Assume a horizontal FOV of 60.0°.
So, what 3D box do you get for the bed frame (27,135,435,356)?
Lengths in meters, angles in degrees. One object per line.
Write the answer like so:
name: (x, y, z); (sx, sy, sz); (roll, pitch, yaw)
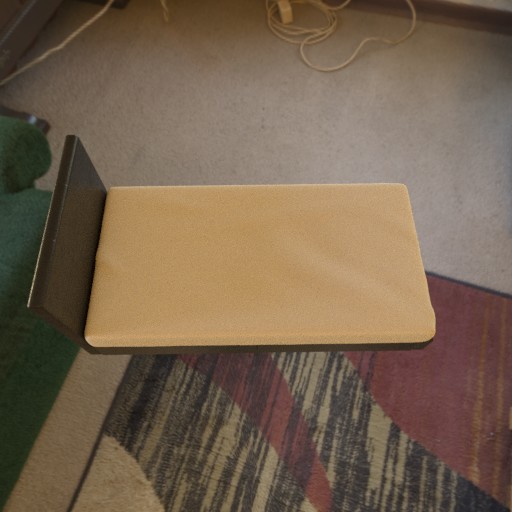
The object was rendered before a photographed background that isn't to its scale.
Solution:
bed frame: (0.000, 0.000, 2.560); (2.152, 1.046, 1.038); (-1, 64, 0)
